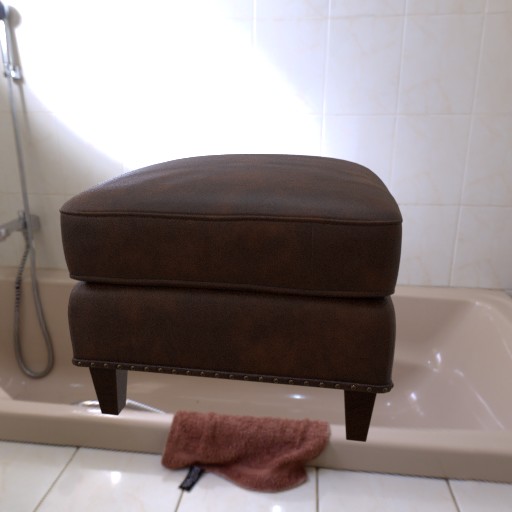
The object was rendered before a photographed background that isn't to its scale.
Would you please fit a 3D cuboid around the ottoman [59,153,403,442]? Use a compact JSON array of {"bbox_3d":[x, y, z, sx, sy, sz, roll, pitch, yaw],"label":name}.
[{"bbox_3d":[0.000,0.000,1.091,0.586,0.486,0.742,3,16,9],"label":"ottoman"}]
